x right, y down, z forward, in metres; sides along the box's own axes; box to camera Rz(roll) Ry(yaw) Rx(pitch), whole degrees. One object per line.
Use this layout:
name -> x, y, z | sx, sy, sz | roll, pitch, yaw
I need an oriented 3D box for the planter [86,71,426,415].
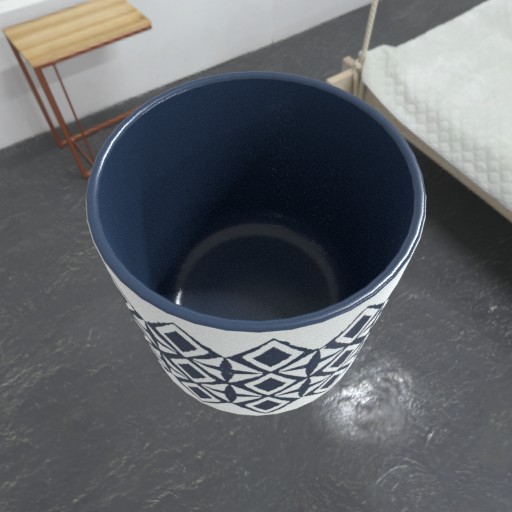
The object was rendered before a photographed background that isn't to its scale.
planter -> 0.000, 0.000, 0.308 | 0.182, 0.165, 0.182 | 0, 58, 0
